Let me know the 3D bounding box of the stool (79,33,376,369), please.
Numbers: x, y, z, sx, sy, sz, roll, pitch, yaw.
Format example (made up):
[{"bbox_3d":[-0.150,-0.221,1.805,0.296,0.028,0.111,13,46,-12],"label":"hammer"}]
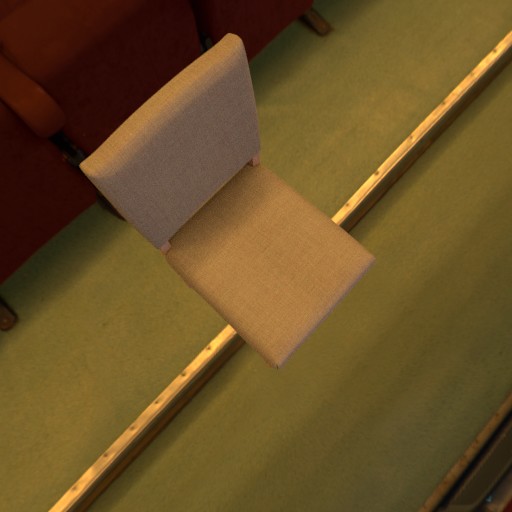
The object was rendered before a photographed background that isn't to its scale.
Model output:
[{"bbox_3d":[0.000,0.000,1.424,0.585,1.173,0.445,42,79,10],"label":"stool"}]
